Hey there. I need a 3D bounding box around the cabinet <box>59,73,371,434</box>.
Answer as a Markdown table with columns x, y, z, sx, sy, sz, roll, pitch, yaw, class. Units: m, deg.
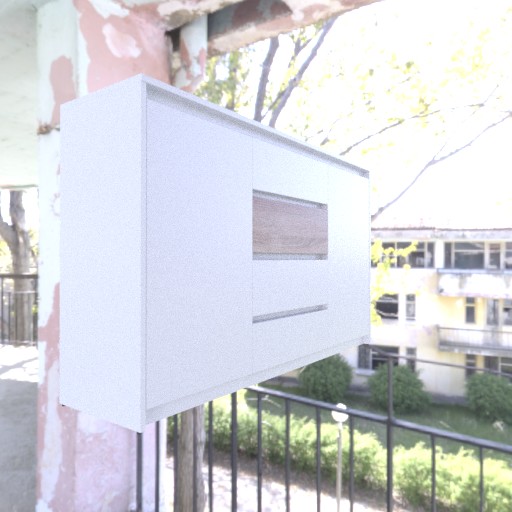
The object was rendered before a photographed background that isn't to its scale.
| x | y | z | sx | sy | sz | roll | pitch | yaw | class |
| --- | --- | --- | --- | --- | --- | --- | --- | --- | --- |
| 0.000 | 0.000 | 1.792 | 0.380 | 0.900 | 1.450 | 0 | 0 | 37 | cabinet |
